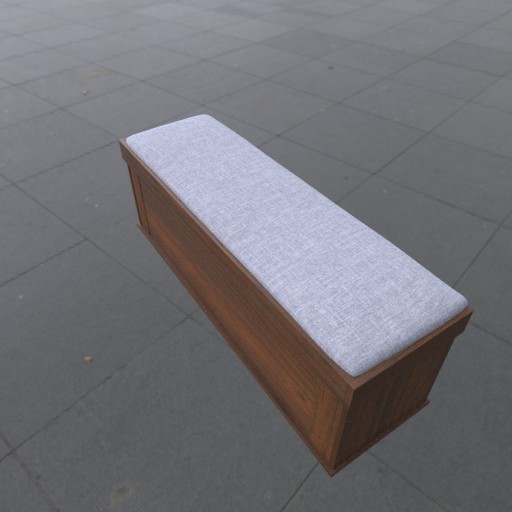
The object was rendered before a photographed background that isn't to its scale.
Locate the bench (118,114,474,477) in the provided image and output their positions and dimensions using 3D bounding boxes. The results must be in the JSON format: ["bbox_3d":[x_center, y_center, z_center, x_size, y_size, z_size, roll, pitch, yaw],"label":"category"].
[{"bbox_3d":[0.000,0.000,1.393,0.367,0.468,1.196,-24,46,-25],"label":"bench"}]
